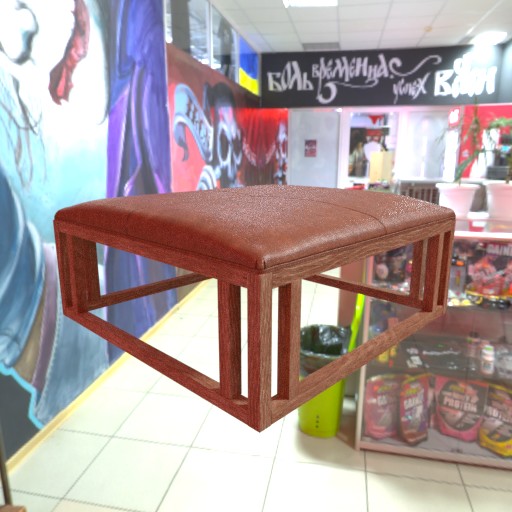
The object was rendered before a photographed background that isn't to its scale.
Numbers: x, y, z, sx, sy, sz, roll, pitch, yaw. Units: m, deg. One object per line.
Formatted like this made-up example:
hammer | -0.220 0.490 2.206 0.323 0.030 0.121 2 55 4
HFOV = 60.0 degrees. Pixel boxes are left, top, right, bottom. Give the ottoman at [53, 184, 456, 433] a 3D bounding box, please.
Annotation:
ottoman | 0.000 0.000 1.598 1.013 0.442 1.016 13 19 43
